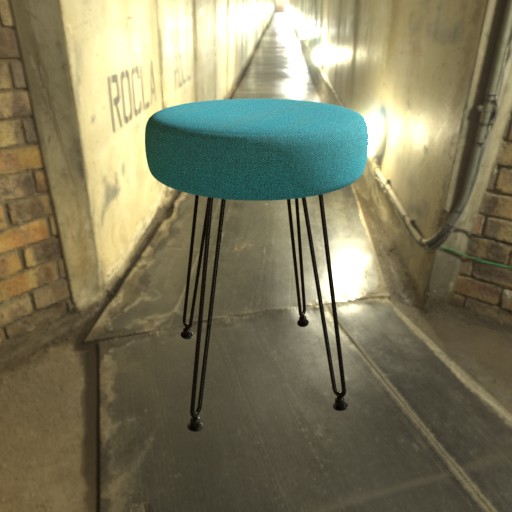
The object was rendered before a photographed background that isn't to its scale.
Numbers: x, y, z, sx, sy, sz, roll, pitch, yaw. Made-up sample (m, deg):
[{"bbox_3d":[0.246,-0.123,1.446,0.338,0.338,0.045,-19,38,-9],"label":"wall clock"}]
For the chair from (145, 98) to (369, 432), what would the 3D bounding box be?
[{"bbox_3d":[0.000,0.000,0.688,0.350,0.440,0.350,17,31,31],"label":"chair"}]
